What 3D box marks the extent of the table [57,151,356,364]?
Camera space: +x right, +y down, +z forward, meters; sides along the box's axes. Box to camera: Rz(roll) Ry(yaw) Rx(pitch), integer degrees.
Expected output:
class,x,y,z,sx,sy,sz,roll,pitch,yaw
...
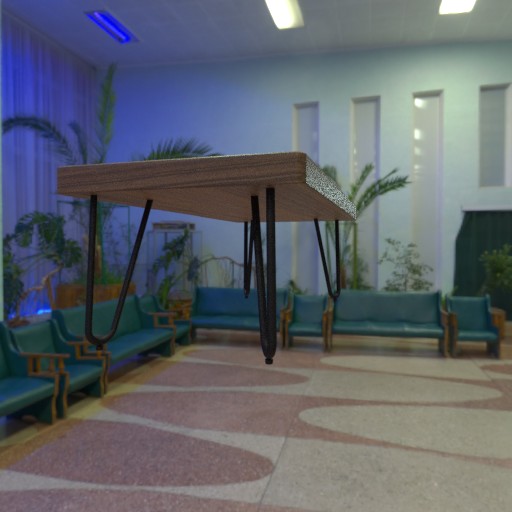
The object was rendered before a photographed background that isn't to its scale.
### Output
class,x,y,z,sx,sy,sz,roll,pitch,yaw
table,0.000,0.000,1.671,0.637,0.468,1.375,0,1,17
